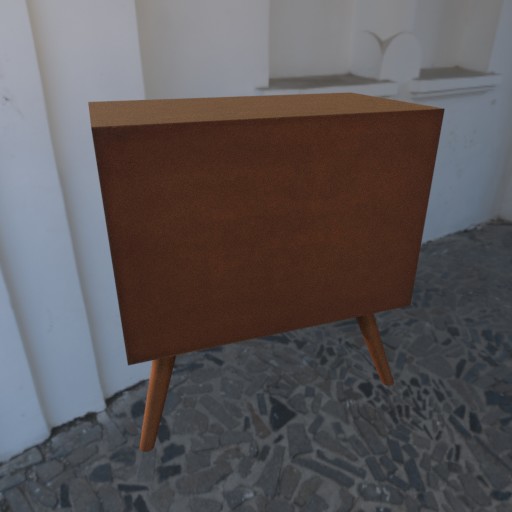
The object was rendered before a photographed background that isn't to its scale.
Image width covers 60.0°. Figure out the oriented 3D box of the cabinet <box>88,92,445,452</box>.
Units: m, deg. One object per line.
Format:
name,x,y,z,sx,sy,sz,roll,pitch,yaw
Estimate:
cabinet,0.000,0.000,1.153,0.712,0.748,0.388,-9,27,-18
